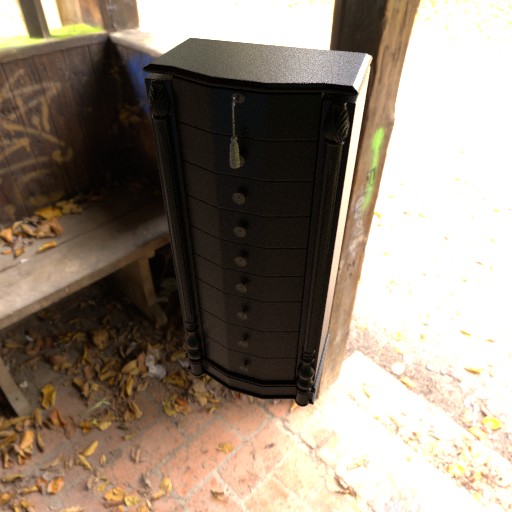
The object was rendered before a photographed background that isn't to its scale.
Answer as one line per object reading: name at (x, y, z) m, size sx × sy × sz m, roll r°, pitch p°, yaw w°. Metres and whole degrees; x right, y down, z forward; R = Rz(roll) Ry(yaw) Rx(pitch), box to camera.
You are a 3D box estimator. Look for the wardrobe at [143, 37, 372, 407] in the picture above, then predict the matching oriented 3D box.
wardrobe at (0.000, 0.000, 1.212) m, size 0.444 × 1.011 × 0.295 m, roll 12°, pitch 42°, yaw 13°
